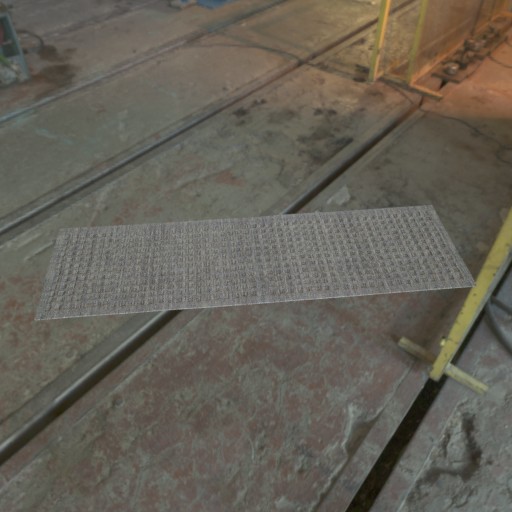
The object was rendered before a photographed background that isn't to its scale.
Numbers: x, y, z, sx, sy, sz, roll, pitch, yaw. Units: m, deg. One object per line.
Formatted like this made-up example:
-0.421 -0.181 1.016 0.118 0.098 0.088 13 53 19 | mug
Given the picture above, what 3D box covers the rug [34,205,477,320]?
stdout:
0.000 0.000 2.660 2.443 0.009 0.706 -4 47 -4 | rug
